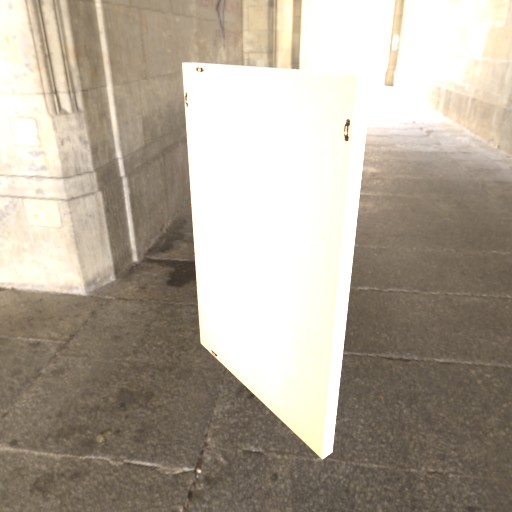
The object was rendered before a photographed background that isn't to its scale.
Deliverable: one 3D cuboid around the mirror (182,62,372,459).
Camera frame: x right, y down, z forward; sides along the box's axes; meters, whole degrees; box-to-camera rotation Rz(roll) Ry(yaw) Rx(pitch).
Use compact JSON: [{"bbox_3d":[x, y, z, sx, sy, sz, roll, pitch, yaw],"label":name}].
[{"bbox_3d":[0.000,0.000,1.167,0.041,0.915,0.609,-18,31,-33],"label":"mirror"}]
